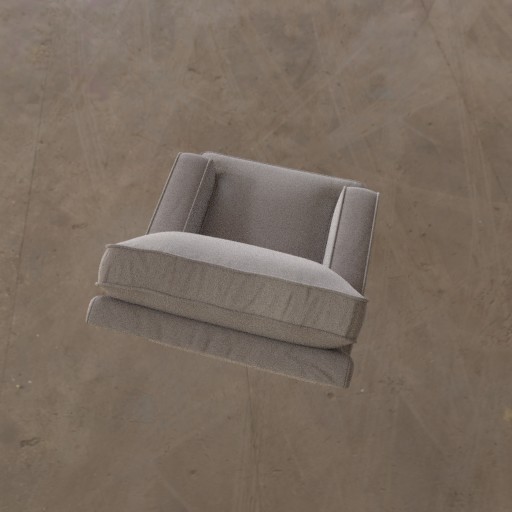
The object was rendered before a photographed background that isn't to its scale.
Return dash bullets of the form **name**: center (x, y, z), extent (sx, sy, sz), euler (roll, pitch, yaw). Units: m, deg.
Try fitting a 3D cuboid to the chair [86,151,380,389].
- **chair**: center (0.000, 0.000, 1.710), extent (0.861, 0.964, 0.969), euler (13, 64, 6)
